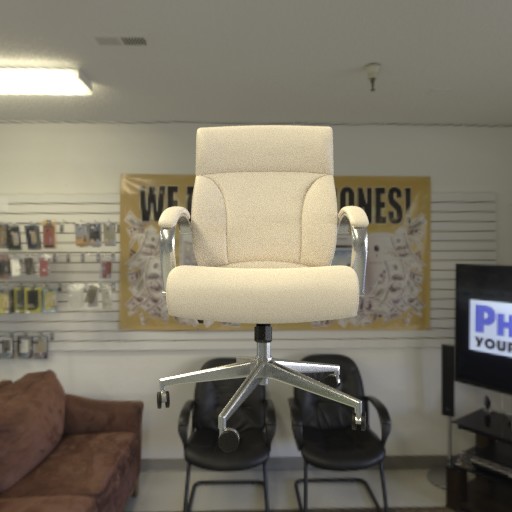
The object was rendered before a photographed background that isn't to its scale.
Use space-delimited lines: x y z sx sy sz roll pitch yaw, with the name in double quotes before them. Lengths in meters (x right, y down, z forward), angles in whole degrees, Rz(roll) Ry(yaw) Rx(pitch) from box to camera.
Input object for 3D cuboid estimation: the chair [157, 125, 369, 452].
"chair" 0.000 0.000 1.610 0.727 1.099 0.745 0 0 2
